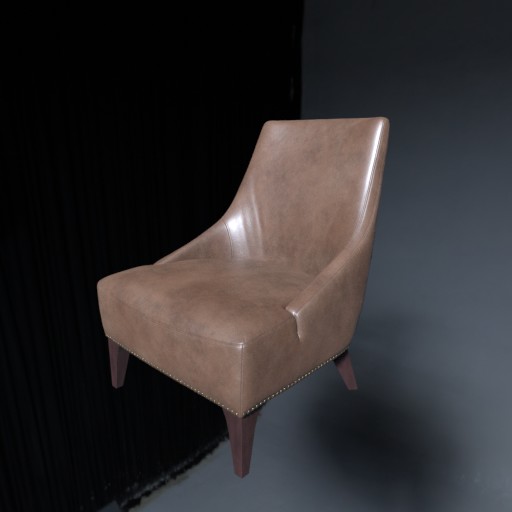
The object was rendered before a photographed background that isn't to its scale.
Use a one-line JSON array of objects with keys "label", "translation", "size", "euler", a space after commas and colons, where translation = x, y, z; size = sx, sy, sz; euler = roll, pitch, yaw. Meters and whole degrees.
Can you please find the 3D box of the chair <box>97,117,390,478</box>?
[{"label": "chair", "translation": [0.000, 0.000, 1.503], "size": [0.701, 0.909, 0.861], "euler": [14, 20, 41]}]
